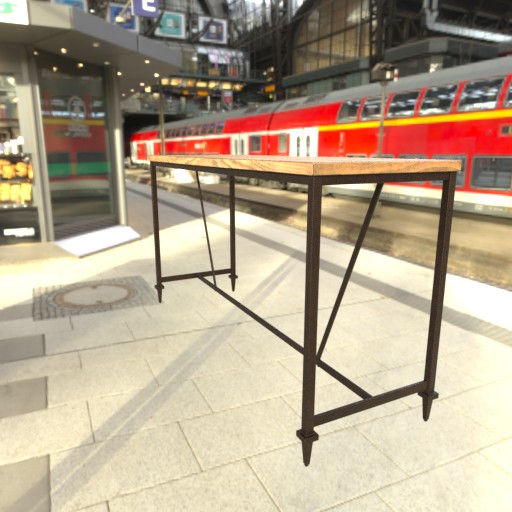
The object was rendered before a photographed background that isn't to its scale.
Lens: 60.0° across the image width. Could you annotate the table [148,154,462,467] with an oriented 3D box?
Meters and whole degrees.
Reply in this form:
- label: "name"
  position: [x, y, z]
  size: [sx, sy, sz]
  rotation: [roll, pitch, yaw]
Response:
- label: "table"
  position: [0.000, 0.000, 2.067]
  size: [0.551, 0.902, 1.700]
  rotation: [-7, 15, -26]
